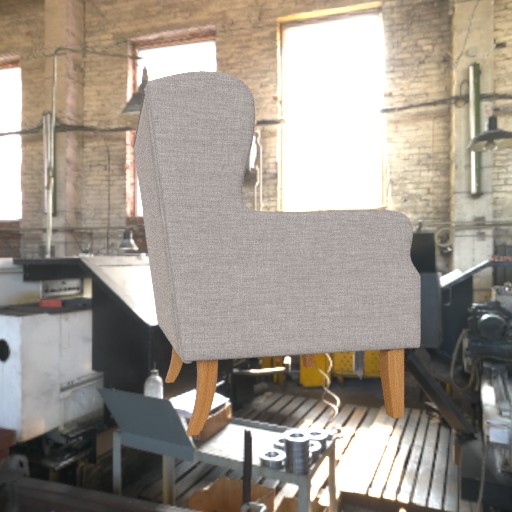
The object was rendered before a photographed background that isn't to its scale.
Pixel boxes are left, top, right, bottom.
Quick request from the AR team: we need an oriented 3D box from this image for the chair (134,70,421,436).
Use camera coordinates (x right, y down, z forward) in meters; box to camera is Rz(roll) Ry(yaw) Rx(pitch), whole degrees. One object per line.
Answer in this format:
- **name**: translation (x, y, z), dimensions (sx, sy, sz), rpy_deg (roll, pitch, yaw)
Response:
- **chair**: translation (0.000, 0.000, 1.473), dimensions (0.760, 0.930, 0.710), rpy_deg (0, 0, -18)
